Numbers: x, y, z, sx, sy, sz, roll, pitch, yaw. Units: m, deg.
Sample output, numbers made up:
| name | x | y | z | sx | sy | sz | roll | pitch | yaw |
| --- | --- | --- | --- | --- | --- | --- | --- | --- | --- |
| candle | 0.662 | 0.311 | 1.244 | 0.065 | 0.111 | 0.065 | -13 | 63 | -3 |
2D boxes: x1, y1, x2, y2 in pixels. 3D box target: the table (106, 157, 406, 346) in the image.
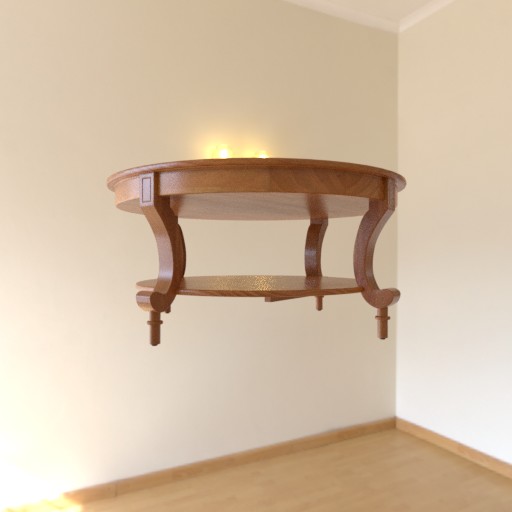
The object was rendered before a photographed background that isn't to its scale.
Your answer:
| name | x | y | z | sx | sy | sz | roll | pitch | yaw |
| --- | --- | --- | --- | --- | --- | --- | --- | --- | --- |
| table | 0.000 | 0.000 | 1.599 | 1.029 | 0.490 | 1.029 | 0 | 0 | 0 |
